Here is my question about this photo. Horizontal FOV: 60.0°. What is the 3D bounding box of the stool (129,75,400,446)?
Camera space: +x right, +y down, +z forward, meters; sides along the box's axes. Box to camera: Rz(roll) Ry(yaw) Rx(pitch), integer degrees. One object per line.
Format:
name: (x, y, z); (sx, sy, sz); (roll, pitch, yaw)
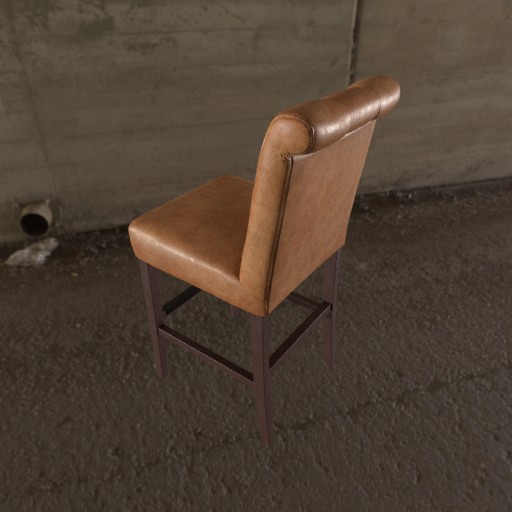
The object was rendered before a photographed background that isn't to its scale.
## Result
stool: (0.000, 0.000, 1.372); (0.601, 1.047, 0.493); (22, 39, 30)
